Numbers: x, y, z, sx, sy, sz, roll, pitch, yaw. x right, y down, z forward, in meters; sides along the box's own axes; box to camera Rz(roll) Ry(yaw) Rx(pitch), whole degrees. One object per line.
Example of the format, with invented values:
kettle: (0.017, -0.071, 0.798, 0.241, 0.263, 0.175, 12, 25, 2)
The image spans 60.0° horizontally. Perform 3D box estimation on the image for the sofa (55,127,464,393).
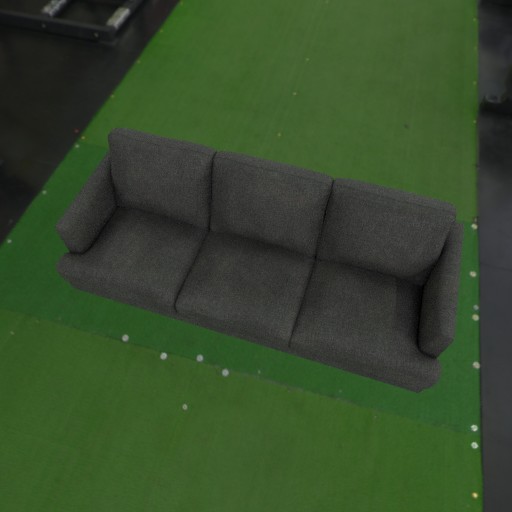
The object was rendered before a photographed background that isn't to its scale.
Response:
sofa: (0.000, 0.000, 2.646, 2.246, 0.930, 0.903, 15, 58, 10)
